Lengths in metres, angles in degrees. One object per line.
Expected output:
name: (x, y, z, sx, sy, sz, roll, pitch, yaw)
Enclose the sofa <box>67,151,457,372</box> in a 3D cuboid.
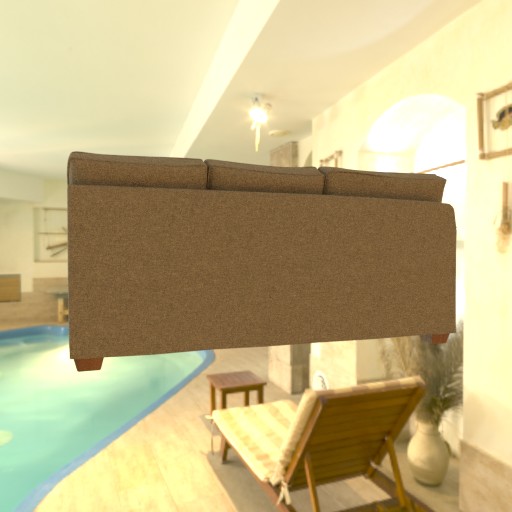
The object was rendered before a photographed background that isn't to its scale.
sofa: (0.000, 0.000, 2.563, 1.963, 0.946, 1.034, 0, 1, -18)
